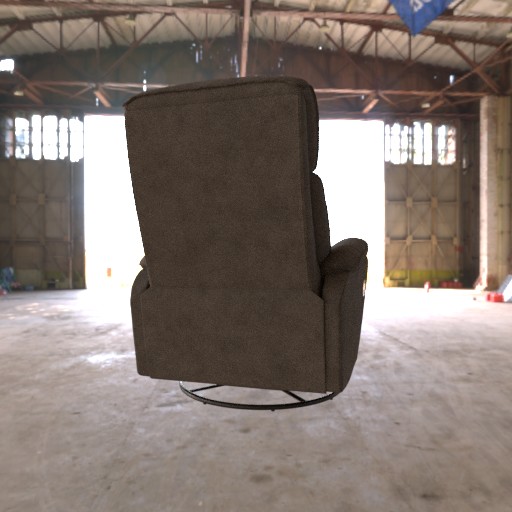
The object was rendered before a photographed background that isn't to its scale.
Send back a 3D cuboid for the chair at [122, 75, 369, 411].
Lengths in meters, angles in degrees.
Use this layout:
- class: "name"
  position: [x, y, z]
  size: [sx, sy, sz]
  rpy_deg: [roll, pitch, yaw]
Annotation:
- class: "chair"
  position: [0.000, 0.000, 1.724]
  size: [0.830, 1.036, 1.009]
  rpy_deg: [0, 0, 16]
